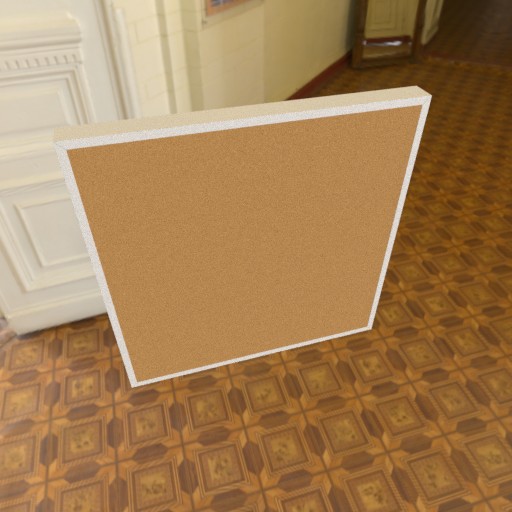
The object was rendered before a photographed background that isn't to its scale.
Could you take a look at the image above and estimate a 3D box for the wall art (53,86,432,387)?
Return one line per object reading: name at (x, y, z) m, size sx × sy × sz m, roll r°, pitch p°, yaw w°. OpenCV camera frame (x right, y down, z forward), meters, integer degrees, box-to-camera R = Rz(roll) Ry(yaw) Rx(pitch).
wall art at (0.000, 0.000, 0.754) m, size 0.509 × 0.509 × 0.040 m, roll -11°, pitch 42°, yaw -12°
